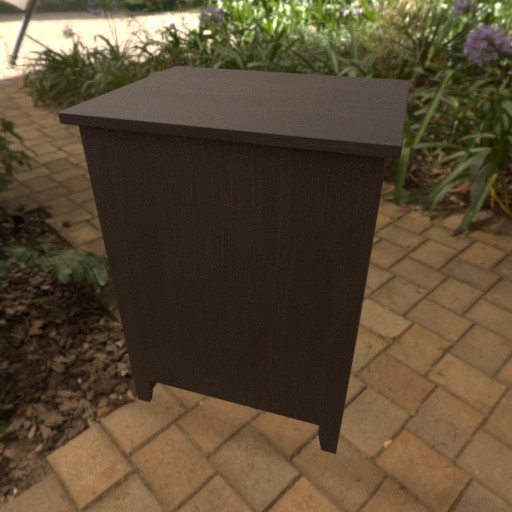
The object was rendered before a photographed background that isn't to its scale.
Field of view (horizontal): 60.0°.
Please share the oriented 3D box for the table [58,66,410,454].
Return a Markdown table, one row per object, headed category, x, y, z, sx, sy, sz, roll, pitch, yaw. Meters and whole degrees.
| category | x | y | z | sx | sy | sz | roll | pitch | yaw |
| --- | --- | --- | --- | --- | --- | --- | --- | --- | --- |
| table | 0.000 | 0.000 | 0.903 | 0.480 | 0.635 | 0.381 | 10 | 34 | 15 |
